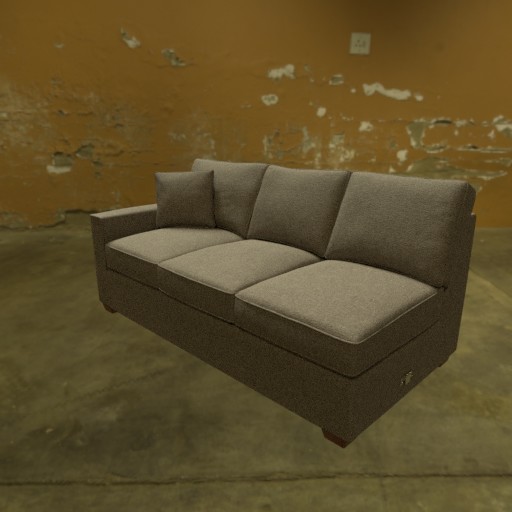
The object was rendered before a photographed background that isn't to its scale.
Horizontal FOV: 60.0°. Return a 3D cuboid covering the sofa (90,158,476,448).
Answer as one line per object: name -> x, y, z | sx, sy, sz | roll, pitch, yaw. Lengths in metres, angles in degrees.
sofa -> 0.000, 0.000, 2.467 | 1.963, 0.946, 1.034 | 16, 23, 42
